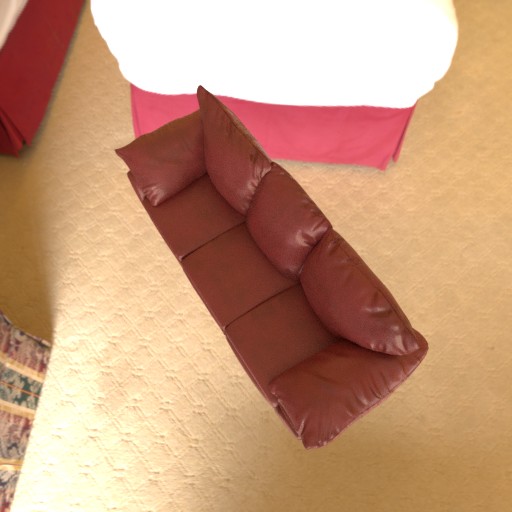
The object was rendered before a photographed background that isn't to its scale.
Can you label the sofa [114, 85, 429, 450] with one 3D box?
[{"bbox_3d":[0.000,0.000,2.981,0.907,1.091,2.390,-30,67,-14],"label":"sofa"}]
